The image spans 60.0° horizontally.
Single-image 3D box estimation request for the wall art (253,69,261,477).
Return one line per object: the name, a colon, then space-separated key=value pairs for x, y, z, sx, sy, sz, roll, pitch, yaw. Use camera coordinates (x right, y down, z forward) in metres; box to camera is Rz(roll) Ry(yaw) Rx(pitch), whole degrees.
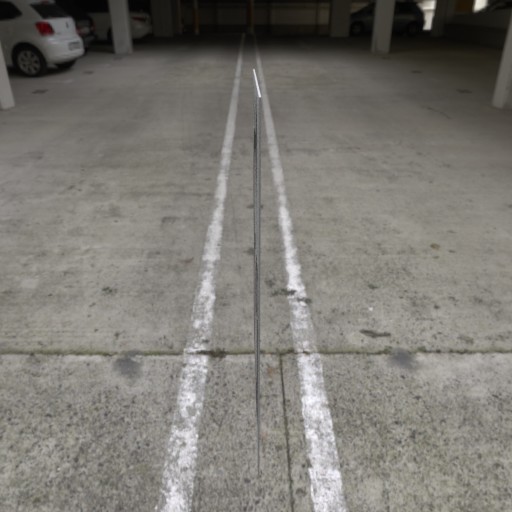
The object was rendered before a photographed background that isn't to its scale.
wall art: x=0.000 y=0.000 z=0.819 sx=0.003 sy=0.609 sz=0.457 roll=0 pitch=26 yaw=-1
